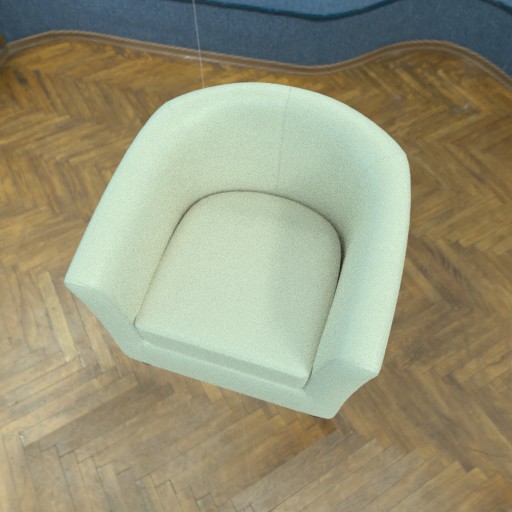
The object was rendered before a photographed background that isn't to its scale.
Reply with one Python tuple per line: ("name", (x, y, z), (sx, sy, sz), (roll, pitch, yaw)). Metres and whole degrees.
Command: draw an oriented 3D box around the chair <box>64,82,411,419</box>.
("chair", (0.000, 0.000, 1.393), (0.792, 0.756, 0.727), (15, 60, 9))
